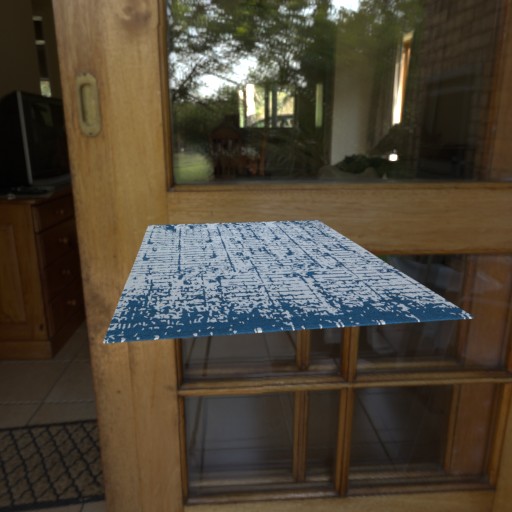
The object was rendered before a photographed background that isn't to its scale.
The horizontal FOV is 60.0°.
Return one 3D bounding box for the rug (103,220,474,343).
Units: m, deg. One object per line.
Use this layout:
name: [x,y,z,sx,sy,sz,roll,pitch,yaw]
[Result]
rug: [0.000,0.000,2.294,1.220,0.007,1.828,-2,15,-9]
